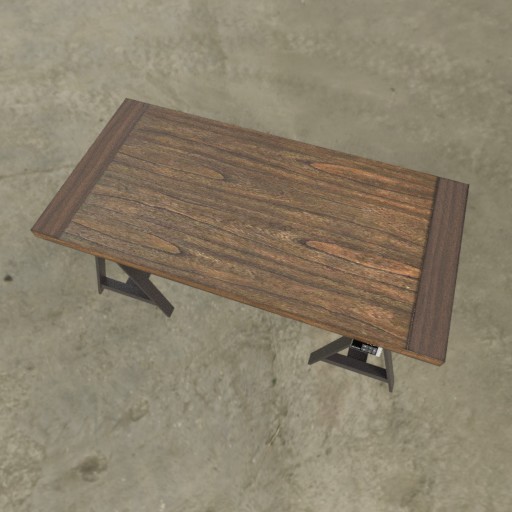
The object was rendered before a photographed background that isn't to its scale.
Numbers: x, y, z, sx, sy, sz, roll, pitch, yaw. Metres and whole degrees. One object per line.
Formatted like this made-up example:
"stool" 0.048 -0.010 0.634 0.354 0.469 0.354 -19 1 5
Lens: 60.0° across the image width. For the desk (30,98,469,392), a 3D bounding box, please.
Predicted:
"desk" 0.000 0.000 2.014 1.543 0.725 0.784 17 61 10
